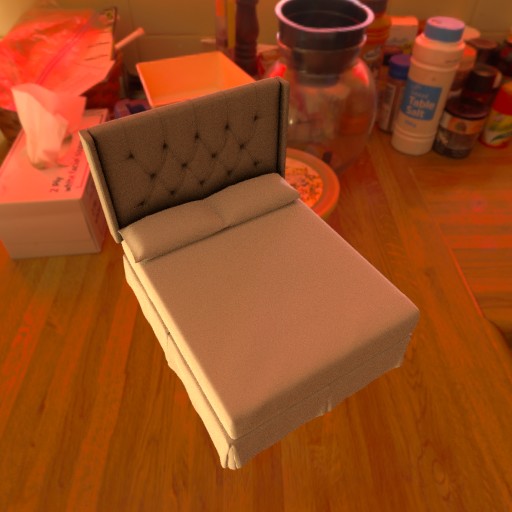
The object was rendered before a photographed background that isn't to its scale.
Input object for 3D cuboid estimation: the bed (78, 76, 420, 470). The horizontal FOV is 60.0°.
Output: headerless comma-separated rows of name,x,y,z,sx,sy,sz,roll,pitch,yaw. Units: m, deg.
bed,0.000,0.000,3.383,1.719,1.665,2.066,-24,50,-21
